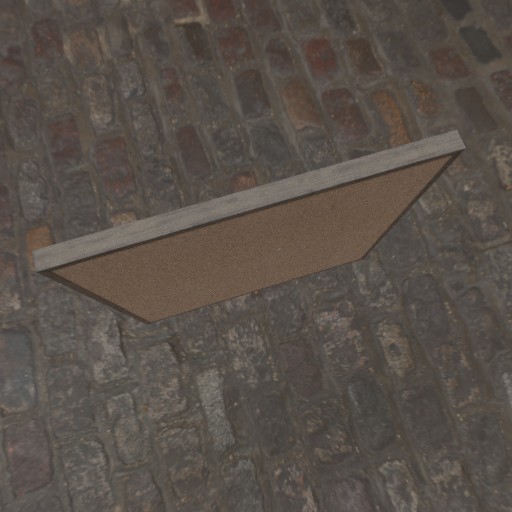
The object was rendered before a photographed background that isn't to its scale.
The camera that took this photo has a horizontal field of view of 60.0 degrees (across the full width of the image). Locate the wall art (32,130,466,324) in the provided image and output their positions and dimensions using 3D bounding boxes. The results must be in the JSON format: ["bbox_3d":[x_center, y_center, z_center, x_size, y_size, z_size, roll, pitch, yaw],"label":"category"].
[{"bbox_3d":[0.000,0.000,1.124,0.762,0.762,0.038,-17,75,-4],"label":"wall art"}]
